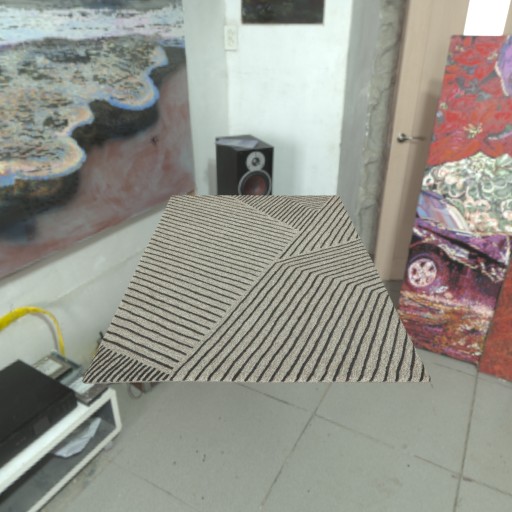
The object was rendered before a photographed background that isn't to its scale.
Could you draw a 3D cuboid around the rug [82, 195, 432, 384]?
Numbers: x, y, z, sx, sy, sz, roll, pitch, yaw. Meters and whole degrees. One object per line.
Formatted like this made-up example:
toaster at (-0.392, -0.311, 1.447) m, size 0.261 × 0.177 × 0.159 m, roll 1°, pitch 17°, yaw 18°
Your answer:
rug at (0.000, 0.000, 3.004) m, size 1.539 × 0.023 × 2.406 m, roll 0°, pitch 27°, yaw 0°
